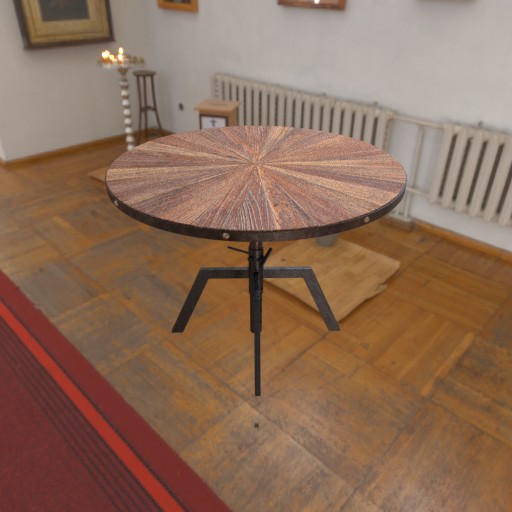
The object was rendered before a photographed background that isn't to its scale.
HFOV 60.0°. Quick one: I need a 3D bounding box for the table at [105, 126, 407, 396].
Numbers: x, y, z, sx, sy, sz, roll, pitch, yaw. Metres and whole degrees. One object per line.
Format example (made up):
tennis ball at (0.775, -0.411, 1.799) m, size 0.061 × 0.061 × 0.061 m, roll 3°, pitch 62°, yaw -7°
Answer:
table at (0.000, 0.000, 1.519) m, size 0.885 × 0.658 × 0.885 m, roll 0°, pitch 31°, yaw 0°
